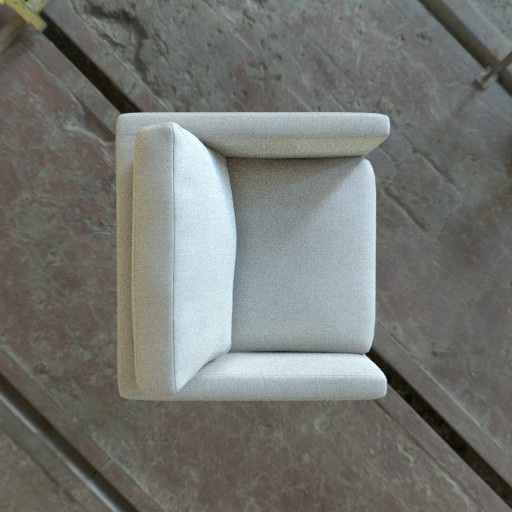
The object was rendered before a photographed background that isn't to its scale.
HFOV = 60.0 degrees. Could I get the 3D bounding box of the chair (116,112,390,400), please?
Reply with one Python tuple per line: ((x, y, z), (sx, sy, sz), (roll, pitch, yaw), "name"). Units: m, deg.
((0.000, 0.000, 1.753), (0.959, 0.919, 0.996), (0, 91, 0), "chair")
